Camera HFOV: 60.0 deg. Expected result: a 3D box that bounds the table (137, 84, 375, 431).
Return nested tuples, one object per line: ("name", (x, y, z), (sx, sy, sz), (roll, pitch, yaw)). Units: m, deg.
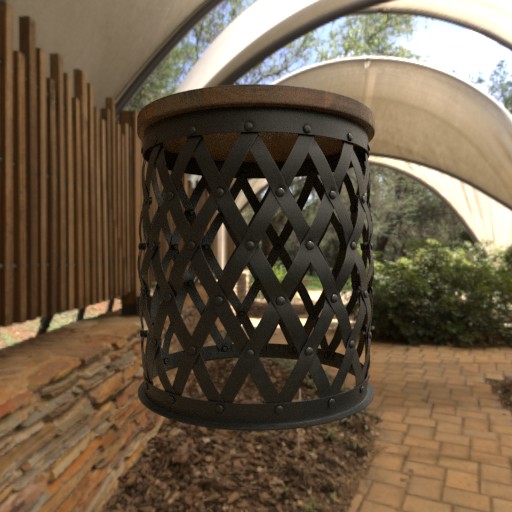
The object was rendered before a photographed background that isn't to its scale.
("table", (0.000, 0.000, 0.782), (0.405, 0.454, 0.405), (0, 1, 0))
